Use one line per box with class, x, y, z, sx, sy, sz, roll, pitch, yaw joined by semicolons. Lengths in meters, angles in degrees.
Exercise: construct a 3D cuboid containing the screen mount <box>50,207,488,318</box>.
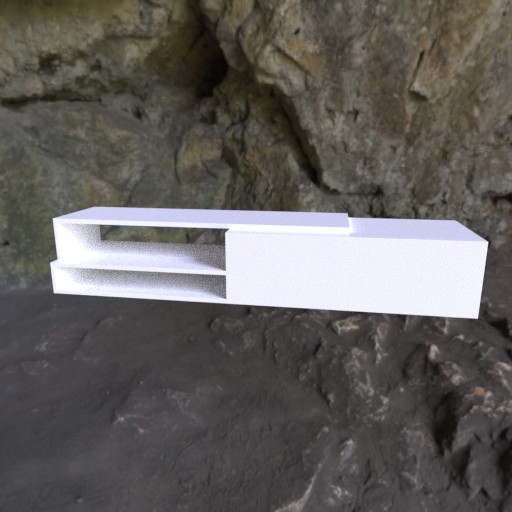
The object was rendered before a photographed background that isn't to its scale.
screen mount;0.000;0.000;1.885;1.680;0.320;0.420;2;15;9
